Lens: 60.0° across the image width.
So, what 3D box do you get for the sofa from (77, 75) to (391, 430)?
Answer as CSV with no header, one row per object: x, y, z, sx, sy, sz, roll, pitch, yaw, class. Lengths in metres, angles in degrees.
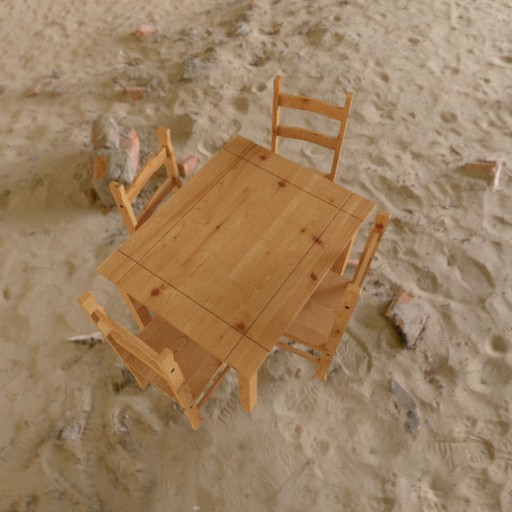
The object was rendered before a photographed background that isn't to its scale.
0.000,0.000,2.195,1.144,1.000,1.529,31,63,18,sofa
